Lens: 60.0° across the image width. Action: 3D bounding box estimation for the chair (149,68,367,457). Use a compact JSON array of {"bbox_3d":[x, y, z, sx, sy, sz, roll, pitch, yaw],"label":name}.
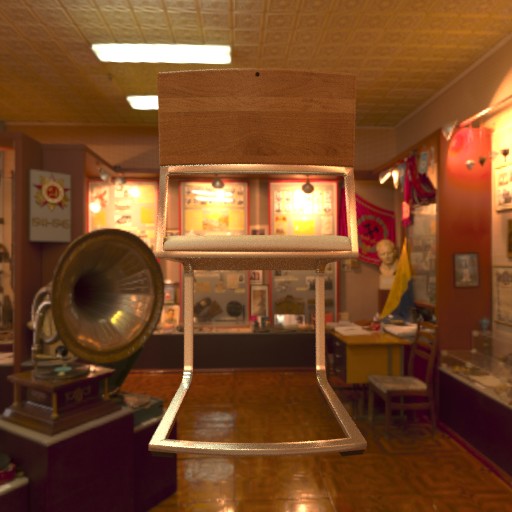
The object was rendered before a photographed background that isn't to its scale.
[{"bbox_3d":[0.000,0.000,1.198,0.467,0.844,0.585,0,0,-1],"label":"chair"}]
